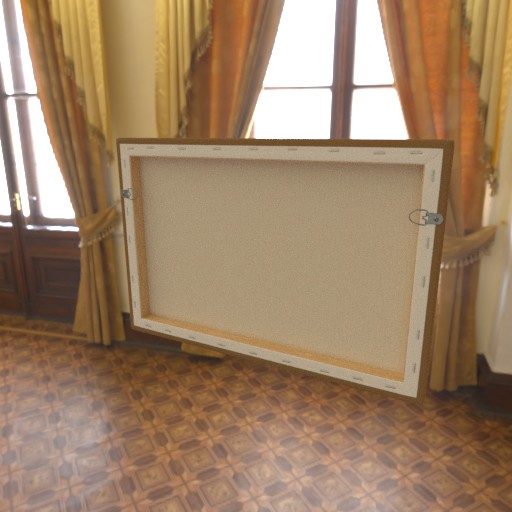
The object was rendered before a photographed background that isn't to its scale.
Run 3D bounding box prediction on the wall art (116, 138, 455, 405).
[{"bbox_3d":[0.000,0.000,0.495,0.380,0.254,0.019,8,17,27],"label":"wall art"}]
